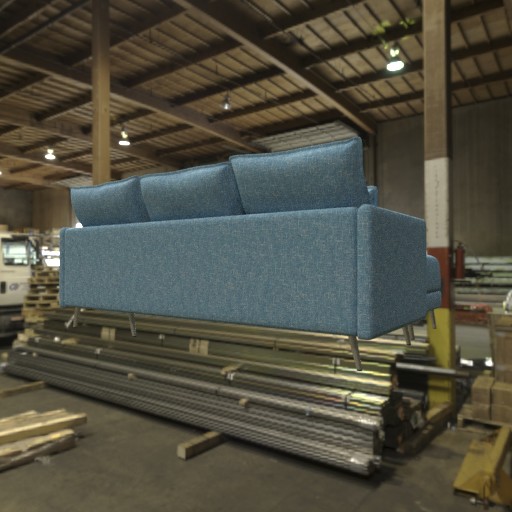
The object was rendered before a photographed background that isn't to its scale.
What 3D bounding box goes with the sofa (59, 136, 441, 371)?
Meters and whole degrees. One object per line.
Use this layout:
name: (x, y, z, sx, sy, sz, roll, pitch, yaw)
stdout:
sofa: (0.000, 0.000, 2.765, 2.034, 0.899, 1.420, 0, -1, 35)
